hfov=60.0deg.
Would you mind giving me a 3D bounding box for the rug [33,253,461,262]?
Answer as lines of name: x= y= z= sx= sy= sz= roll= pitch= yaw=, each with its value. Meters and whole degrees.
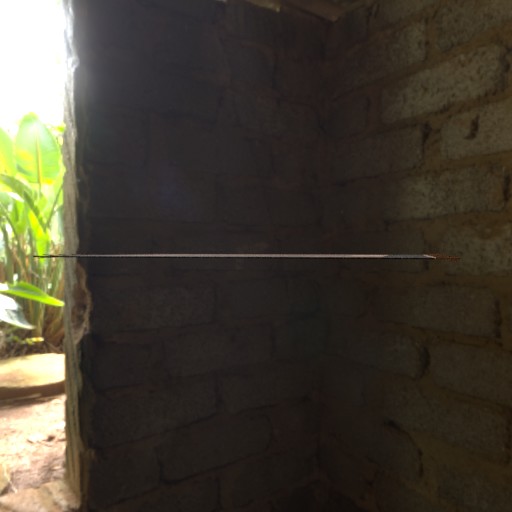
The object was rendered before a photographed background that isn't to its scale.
rug: x=0.000 y=0.000 z=2.517 sx=2.021 sy=0.027 sz=1.224 roll=0 pitch=1 yaw=19
